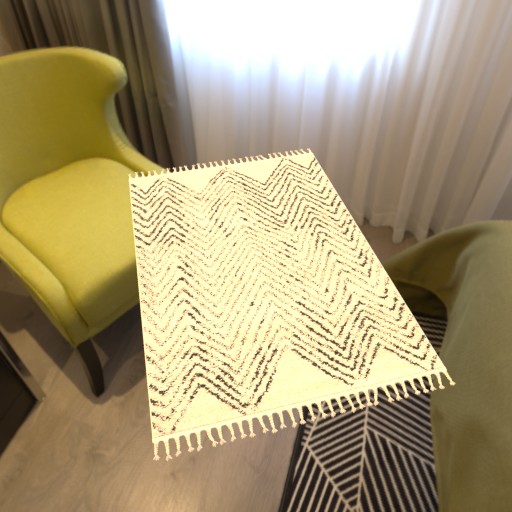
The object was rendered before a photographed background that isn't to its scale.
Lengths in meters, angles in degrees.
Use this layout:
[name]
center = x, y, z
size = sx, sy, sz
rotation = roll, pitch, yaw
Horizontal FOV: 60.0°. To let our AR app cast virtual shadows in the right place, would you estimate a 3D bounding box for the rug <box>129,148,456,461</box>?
[rug]
center = 0.000, 0.000, 2.320
size = 1.230, 0.014, 1.847
rotation = -10, 47, -10
